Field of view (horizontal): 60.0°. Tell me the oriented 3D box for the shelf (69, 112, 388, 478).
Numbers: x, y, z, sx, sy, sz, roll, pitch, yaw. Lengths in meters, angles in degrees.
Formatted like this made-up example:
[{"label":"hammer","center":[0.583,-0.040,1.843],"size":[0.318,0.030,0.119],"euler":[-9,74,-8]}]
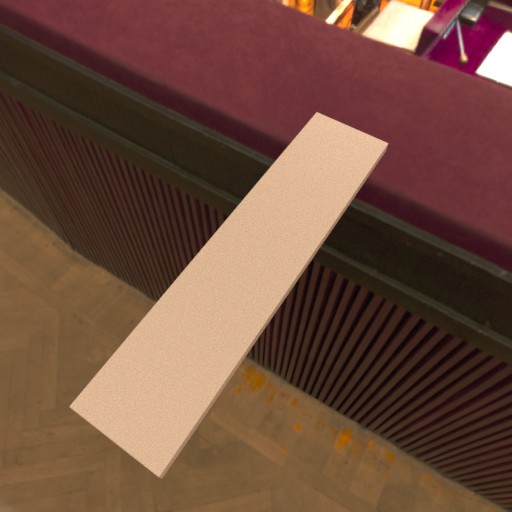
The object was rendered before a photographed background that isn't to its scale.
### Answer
[{"label":"shelf","center":[0.000,0.000,0.653],"size":[0.140,0.020,0.610],"euler":[29,64,16]}]
